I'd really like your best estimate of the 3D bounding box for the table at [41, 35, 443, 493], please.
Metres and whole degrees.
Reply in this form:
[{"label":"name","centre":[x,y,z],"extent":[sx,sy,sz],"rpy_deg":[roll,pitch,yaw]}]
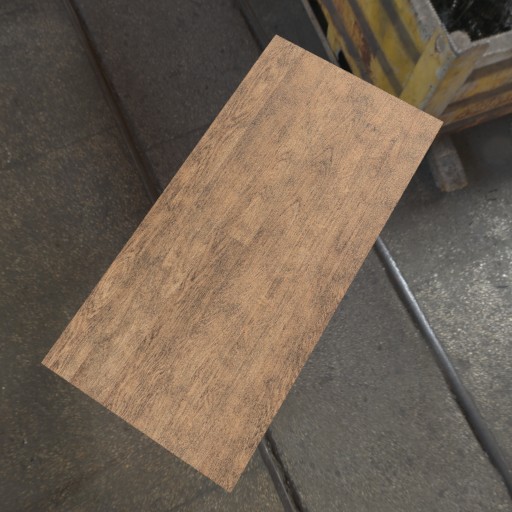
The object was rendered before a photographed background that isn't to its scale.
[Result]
[{"label":"table","centre":[0.000,0.000,2.262],"extent":[0.893,0.767,1.805],"rpy_deg":[31,78,7]}]
